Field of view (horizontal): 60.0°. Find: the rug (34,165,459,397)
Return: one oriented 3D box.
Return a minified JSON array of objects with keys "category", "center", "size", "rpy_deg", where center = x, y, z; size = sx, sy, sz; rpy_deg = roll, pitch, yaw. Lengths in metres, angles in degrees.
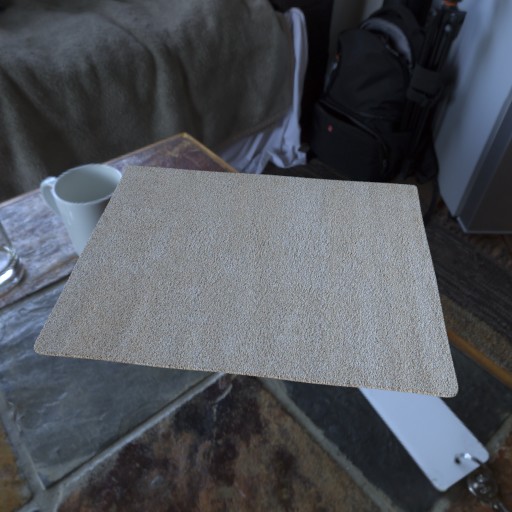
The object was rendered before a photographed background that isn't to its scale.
[{"category":"rug","center":[0.000,0.000,2.044],"size":[1.600,0.025,1.199],"rpy_deg":[5,48,4]}]
